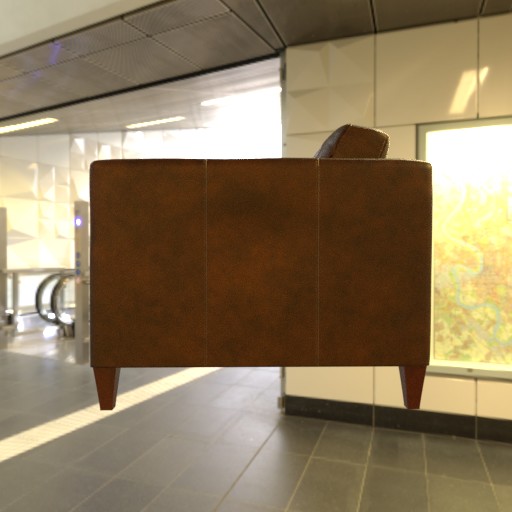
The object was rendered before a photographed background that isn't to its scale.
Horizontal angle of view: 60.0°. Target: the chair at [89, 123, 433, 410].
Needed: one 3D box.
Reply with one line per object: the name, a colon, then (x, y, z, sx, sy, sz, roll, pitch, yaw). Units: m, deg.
chair: (0.000, 0.000, 1.712, 0.975, 0.864, 0.990, 0, 1, -1)
